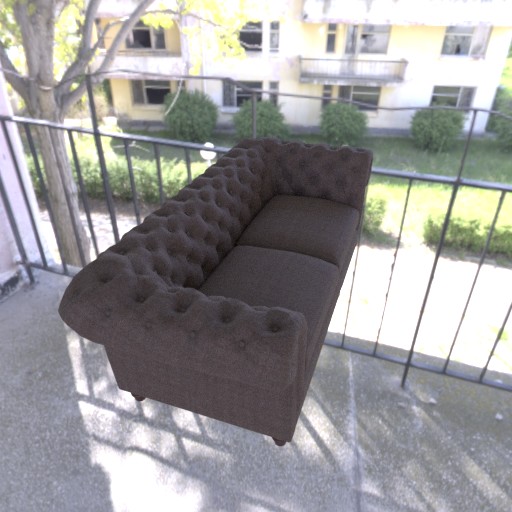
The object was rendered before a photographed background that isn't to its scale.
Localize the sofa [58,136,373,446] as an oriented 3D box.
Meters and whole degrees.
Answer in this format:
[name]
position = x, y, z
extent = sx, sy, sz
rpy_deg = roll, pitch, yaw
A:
[sofa]
position = 0.000, 0.000, 2.439
extent = 0.944, 0.780, 2.048
rpy_deg = 11, 34, 17
